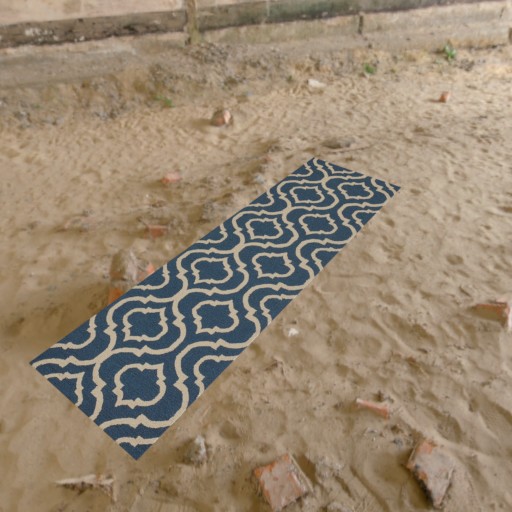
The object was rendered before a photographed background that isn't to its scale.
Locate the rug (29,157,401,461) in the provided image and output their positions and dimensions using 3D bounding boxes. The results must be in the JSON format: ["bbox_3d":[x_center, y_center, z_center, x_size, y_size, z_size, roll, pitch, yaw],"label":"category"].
[{"bbox_3d":[0.000,0.000,2.428,0.685,0.006,2.296,26,47,27],"label":"rug"}]
